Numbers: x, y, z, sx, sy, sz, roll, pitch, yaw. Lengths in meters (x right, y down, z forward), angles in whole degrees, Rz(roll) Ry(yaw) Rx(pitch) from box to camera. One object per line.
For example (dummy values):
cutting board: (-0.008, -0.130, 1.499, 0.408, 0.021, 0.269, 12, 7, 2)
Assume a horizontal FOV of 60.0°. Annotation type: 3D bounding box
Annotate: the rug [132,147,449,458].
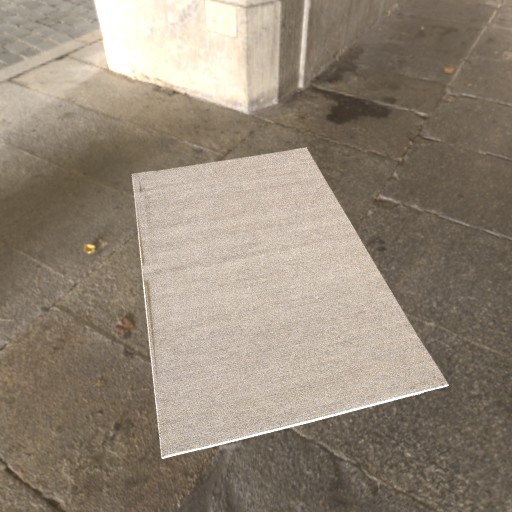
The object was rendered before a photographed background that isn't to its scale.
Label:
rug: (0.000, 0.000, 2.327, 1.179, 0.022, 1.820, -10, 47, -10)
